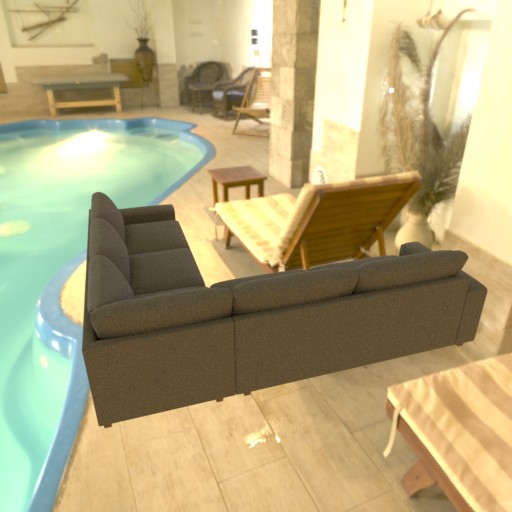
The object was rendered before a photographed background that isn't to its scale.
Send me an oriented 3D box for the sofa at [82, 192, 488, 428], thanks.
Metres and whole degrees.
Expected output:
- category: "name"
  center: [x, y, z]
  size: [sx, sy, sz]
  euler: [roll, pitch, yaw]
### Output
- category: "sofa"
  center: [0.000, 0.000, 4.644]
  size: [3.277, 0.965, 2.895]
  euler: [-8, 28, -16]
